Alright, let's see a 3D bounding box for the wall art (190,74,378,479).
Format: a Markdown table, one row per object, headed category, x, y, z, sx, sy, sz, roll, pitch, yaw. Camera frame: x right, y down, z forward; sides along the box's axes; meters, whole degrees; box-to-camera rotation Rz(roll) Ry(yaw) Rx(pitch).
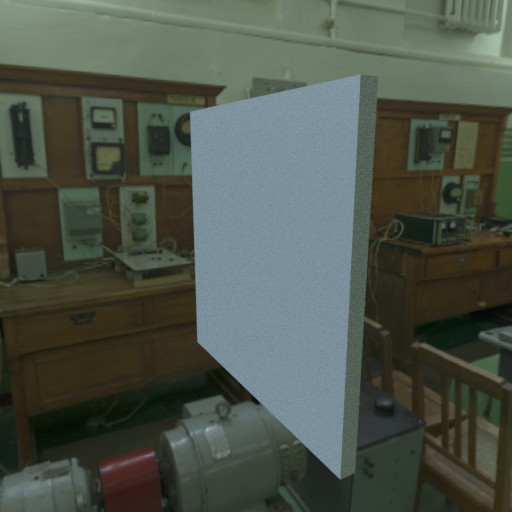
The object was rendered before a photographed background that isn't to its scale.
| category | x | y | z | sx | sy | sz | roll | pitch | yaw |
| --- | --- | --- | --- | --- | --- | --- | --- | --- | --- |
| wall art | 0.000 | 0.000 | 0.833 | 0.028 | 0.559 | 0.559 | -7 | 15 | -28 |
